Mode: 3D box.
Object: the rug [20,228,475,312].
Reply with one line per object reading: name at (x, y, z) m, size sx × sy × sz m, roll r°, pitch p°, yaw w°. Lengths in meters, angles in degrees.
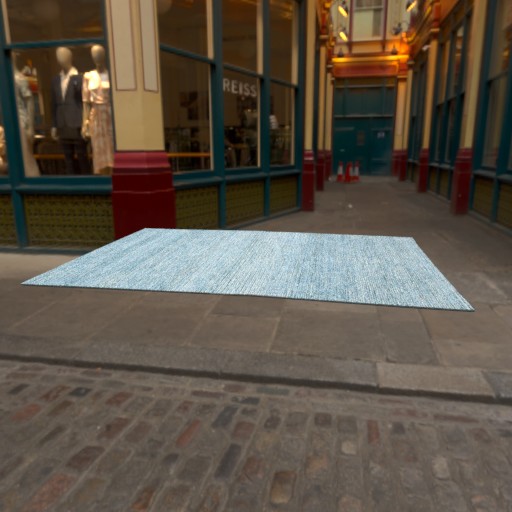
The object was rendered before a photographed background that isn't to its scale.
rug at (0.000, 0.000, 2.921) m, size 2.260 × 0.026 × 1.611 m, roll 2°, pitch 14°, yaw 10°
